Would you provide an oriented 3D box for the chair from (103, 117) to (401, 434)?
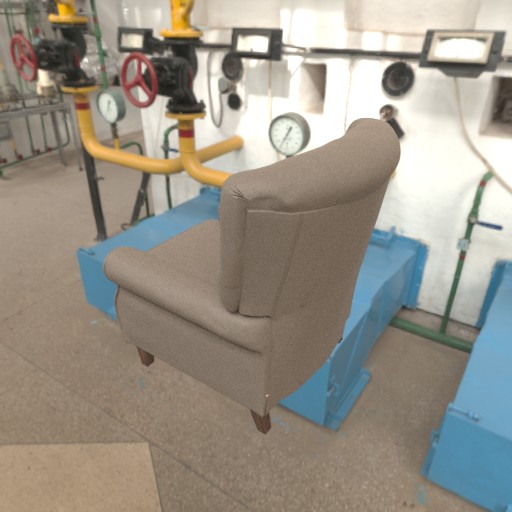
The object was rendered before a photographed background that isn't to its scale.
[{"bbox_3d":[0.000,0.000,1.921,1.041,1.138,0.999,19,34,30],"label":"chair"}]
